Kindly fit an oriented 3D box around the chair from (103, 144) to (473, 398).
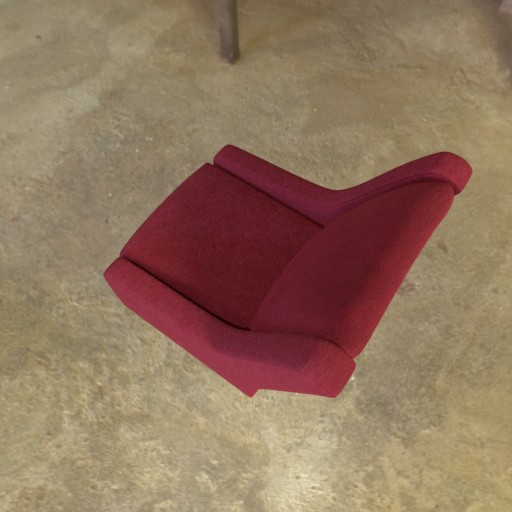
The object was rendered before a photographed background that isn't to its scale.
[{"bbox_3d":[0.000,0.000,1.670,0.985,1.017,0.793,32,67,15],"label":"chair"}]
